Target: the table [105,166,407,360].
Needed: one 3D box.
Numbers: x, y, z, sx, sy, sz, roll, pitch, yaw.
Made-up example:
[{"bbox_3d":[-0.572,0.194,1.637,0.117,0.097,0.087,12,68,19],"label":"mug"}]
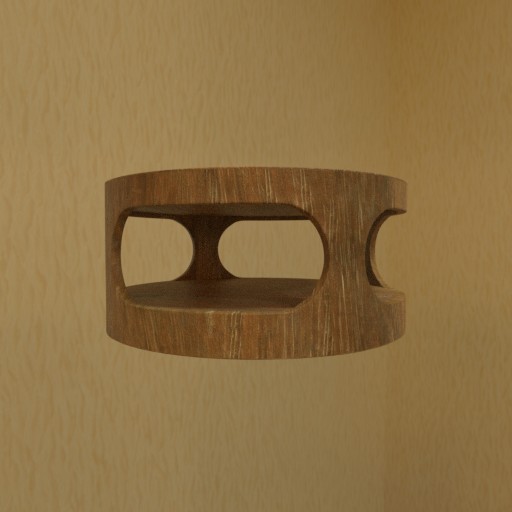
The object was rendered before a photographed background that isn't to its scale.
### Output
[{"bbox_3d":[0.000,0.000,1.516,0.974,0.450,0.974,0,2,0],"label":"table"}]
